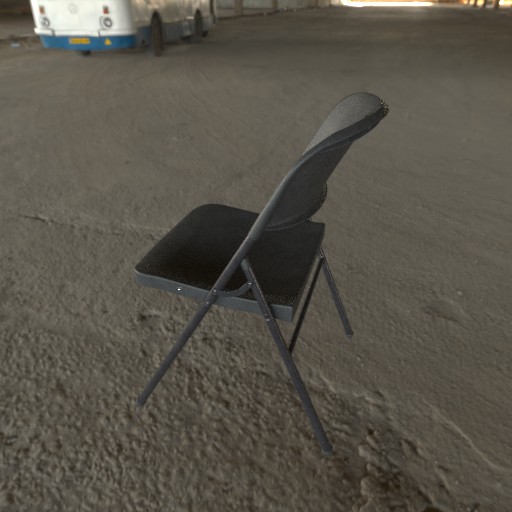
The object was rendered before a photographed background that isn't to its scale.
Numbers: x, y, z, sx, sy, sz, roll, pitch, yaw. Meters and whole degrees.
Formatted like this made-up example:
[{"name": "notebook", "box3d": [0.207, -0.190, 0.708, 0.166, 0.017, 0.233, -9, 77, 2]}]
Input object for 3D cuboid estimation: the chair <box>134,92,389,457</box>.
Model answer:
[{"name": "chair", "box3d": [0.000, 0.000, 1.176, 0.567, 0.810, 0.494, 9, 32, 15]}]
